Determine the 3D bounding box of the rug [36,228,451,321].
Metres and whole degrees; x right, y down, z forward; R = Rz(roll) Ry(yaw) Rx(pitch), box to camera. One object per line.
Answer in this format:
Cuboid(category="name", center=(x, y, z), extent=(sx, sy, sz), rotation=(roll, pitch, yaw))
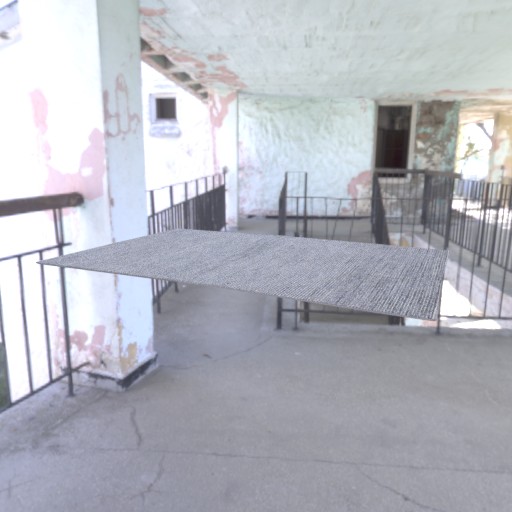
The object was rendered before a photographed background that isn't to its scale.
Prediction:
Cuboid(category="rug", center=(0.000, 0.000, 2.247), extent=(1.789, 0.021, 1.159), rotation=(6, 14, 25))
